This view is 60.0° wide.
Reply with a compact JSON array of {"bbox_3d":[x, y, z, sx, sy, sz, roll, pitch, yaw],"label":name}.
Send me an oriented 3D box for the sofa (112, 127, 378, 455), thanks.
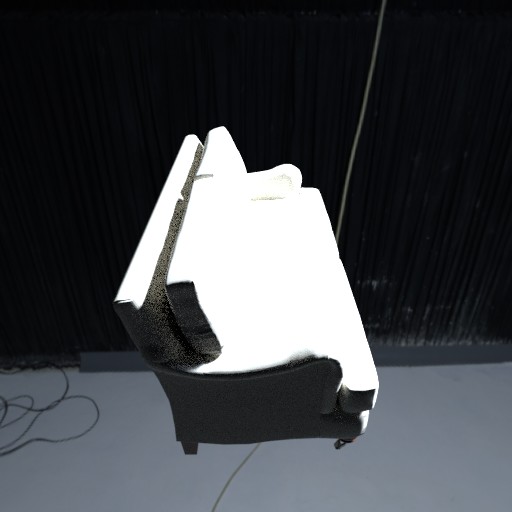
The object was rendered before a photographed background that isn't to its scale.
[{"bbox_3d":[0.000,0.000,2.756,1.086,1.087,2.159,0,32,0],"label":"sofa"}]
